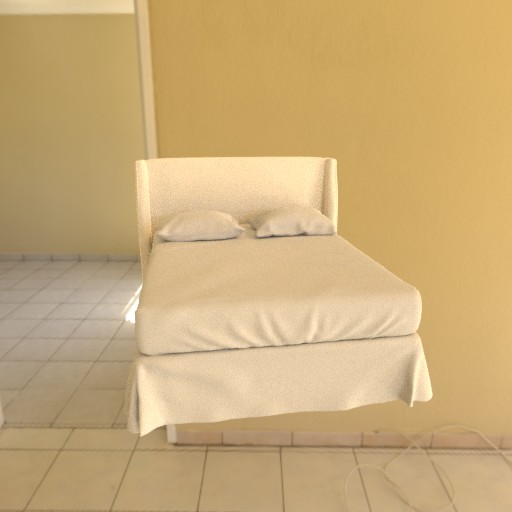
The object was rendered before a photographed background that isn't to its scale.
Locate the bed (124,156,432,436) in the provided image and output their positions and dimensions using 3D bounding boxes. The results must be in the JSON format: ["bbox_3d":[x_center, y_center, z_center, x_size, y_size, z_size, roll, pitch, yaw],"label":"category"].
[{"bbox_3d":[0.000,0.000,3.387,1.925,1.332,2.276,-3,17,-9],"label":"bed"}]
